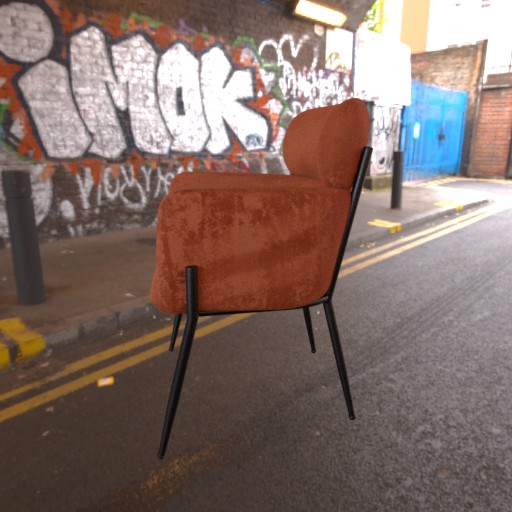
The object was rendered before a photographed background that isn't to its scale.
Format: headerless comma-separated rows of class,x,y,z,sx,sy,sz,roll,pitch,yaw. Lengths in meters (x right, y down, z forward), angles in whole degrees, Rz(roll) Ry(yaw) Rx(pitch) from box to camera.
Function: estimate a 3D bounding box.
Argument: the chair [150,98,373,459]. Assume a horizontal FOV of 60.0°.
chair,0.000,0.000,1.167,0.523,0.772,0.561,-2,15,-8
